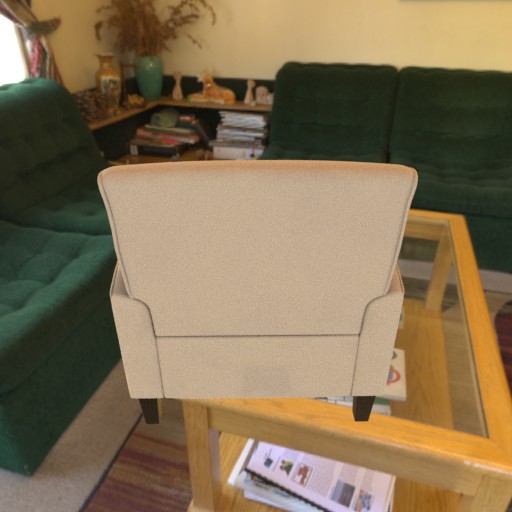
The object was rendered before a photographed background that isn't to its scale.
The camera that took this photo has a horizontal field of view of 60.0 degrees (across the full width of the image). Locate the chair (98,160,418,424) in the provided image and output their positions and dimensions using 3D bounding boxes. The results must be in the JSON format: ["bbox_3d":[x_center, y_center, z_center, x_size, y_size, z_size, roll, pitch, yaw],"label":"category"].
[{"bbox_3d":[0.000,0.000,1.556,0.820,0.915,0.821,0,30,-1],"label":"chair"}]
